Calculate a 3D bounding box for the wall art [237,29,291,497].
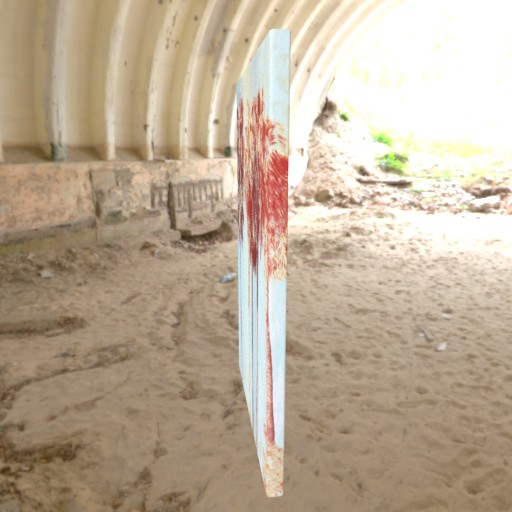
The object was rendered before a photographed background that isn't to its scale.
[{"bbox_3d":[0.000,0.000,1.130,0.037,0.915,0.605,-2,13,-7],"label":"wall art"}]
